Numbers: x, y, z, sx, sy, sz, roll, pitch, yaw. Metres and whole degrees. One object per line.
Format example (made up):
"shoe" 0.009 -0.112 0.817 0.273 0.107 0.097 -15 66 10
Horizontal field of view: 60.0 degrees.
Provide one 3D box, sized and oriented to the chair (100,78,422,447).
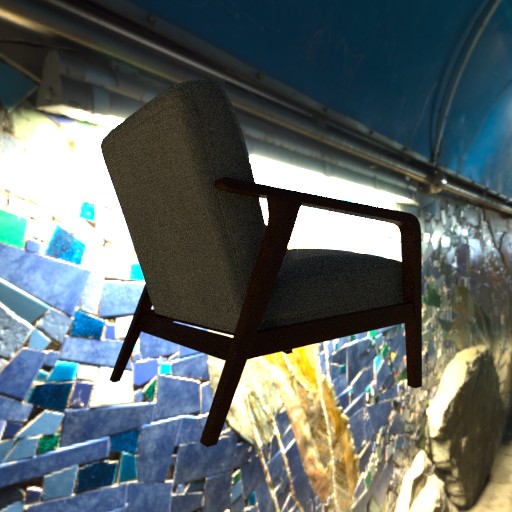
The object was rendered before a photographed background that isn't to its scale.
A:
"chair" 0.000 0.000 1.451 0.858 0.847 0.704 0 -1 -36
